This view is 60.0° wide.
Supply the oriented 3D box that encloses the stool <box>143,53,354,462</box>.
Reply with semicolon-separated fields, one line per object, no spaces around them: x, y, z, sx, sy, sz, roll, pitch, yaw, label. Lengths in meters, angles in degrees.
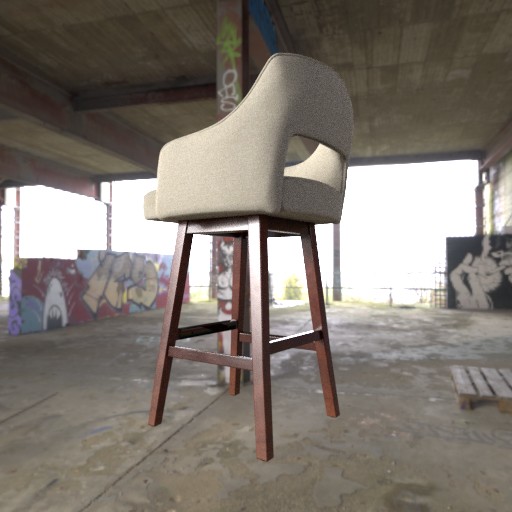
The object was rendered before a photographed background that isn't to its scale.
0.000;0.000;1.391;0.560;1.041;0.550;-1;-1;36;stool
